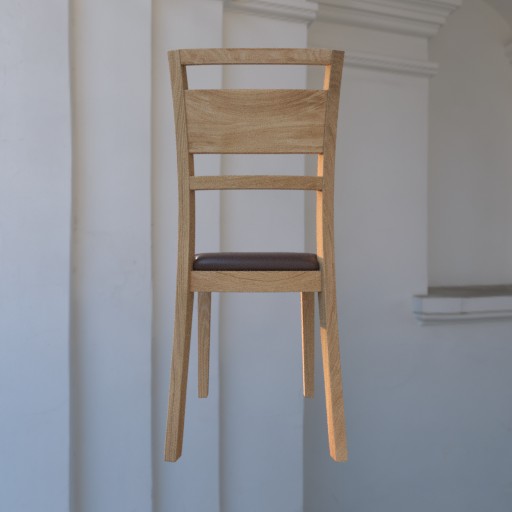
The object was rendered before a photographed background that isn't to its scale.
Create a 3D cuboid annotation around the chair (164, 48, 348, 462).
[{"bbox_3d":[0.000,0.000,1.246,0.420,0.940,0.545,0,0,0],"label":"chair"}]
